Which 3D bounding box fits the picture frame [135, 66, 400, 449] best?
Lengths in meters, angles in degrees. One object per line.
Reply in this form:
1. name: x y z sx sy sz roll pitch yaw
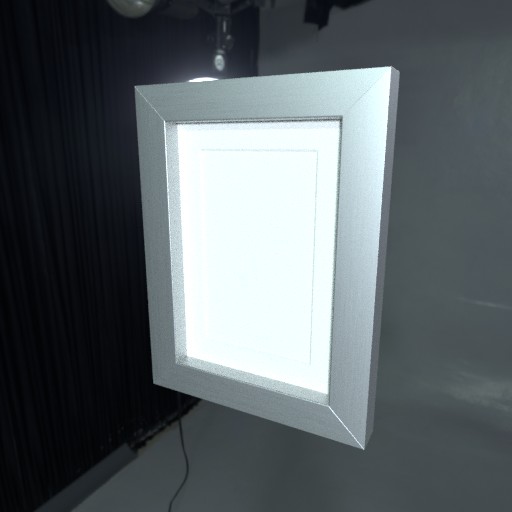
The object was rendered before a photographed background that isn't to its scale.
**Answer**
1. picture frame: 0.000 0.000 0.279 0.157 0.208 0.028 7 16 27
